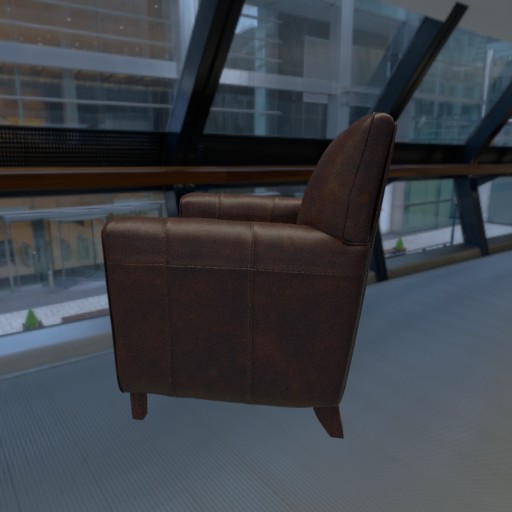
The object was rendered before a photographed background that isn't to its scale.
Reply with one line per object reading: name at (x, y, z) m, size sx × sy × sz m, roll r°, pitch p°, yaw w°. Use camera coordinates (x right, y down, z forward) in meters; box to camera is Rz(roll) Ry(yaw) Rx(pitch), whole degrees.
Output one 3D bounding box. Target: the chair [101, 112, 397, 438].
chair at (0.000, 0.000, 1.625) m, size 0.823 × 0.943 × 0.870 m, roll 2°, pitch 14°, yaw 8°
